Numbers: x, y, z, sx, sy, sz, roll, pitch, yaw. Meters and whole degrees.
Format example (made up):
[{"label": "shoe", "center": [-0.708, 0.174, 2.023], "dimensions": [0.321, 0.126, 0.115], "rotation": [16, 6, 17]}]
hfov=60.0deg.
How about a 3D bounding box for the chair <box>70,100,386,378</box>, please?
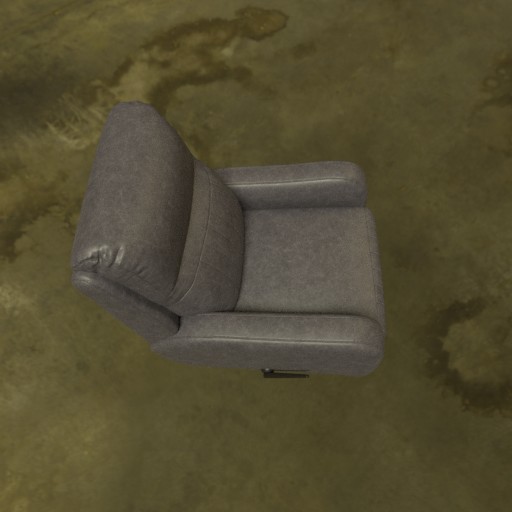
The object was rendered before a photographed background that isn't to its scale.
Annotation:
[{"label": "chair", "center": [0.000, 0.000, 1.782], "dimensions": [1.067, 1.067, 0.865], "rotation": [1, 63, 1]}]
